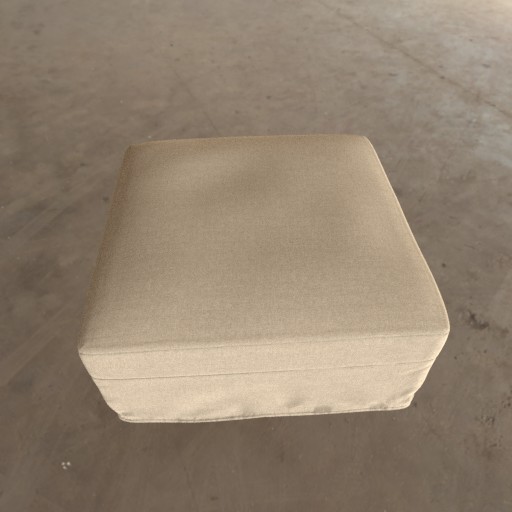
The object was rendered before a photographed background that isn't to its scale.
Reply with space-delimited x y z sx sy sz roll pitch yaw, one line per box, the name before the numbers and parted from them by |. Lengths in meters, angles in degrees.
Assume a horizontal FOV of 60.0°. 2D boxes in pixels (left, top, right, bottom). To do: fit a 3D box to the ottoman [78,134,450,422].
ottoman | 0.000 0.000 1.349 0.840 0.436 0.843 -3 46 -3
